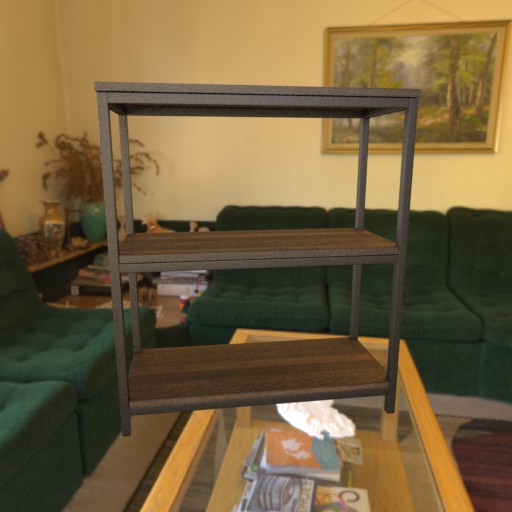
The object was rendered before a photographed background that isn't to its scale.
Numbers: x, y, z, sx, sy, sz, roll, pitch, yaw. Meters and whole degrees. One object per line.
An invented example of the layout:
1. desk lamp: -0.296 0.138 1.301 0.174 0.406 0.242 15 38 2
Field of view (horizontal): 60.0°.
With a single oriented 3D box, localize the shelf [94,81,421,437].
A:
1. shelf: 0.000 0.000 1.376 0.822 0.947 0.352 -2 13 -8
